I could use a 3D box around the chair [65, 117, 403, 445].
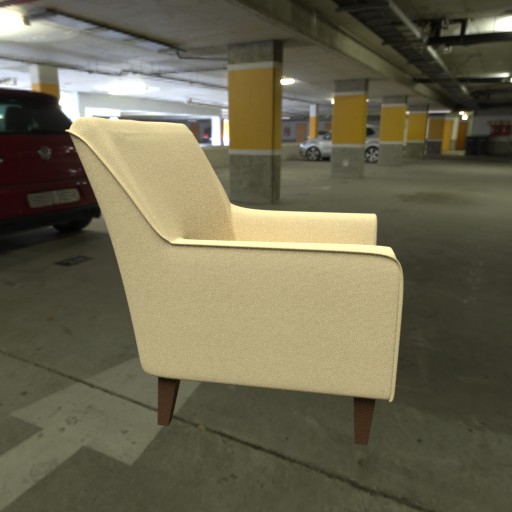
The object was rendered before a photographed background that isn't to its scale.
[{"bbox_3d":[0.000,0.000,1.565,0.899,0.919,0.780,3,15,10],"label":"chair"}]
